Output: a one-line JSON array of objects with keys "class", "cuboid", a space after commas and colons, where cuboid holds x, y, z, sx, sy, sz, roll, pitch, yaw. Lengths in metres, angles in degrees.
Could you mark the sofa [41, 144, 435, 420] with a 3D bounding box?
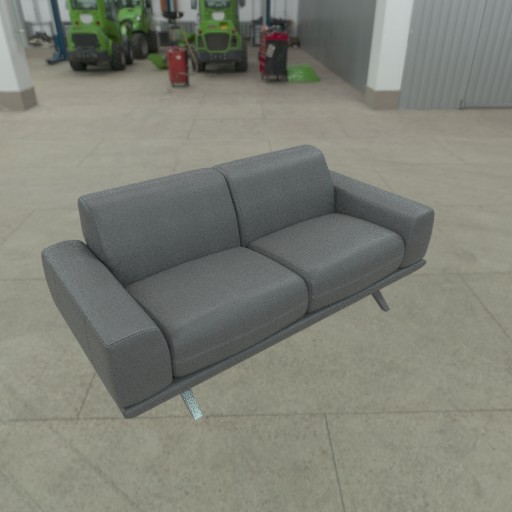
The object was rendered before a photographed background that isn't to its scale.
[{"class": "sofa", "cuboid": [0.000, 0.000, 2.339, 1.901, 0.772, 0.900, -21, 36, -31]}]
